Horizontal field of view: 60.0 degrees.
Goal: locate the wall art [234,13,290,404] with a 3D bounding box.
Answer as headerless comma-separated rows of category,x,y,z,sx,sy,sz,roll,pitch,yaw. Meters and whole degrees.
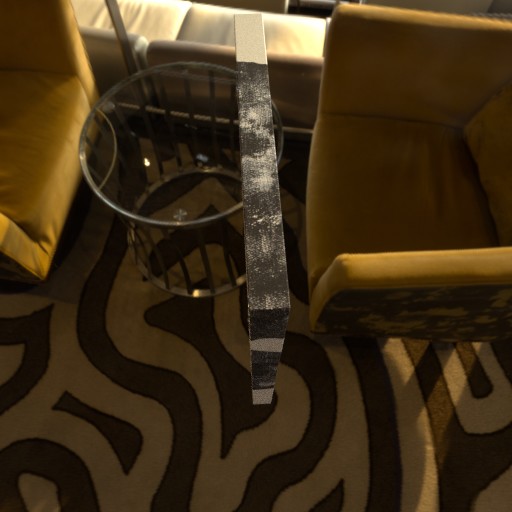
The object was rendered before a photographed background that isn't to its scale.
wall art,0.000,0.000,0.762,0.039,0.610,0.407,-3,64,-1
